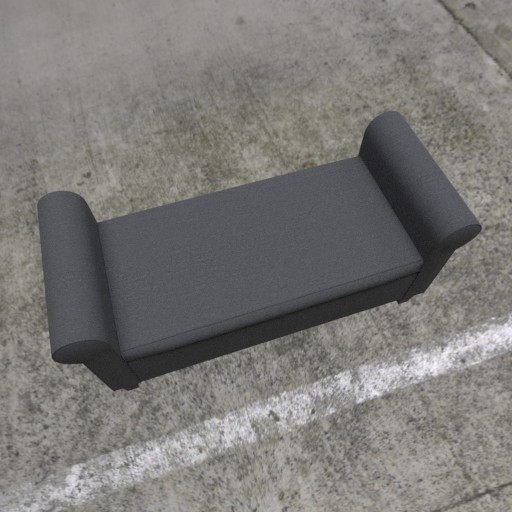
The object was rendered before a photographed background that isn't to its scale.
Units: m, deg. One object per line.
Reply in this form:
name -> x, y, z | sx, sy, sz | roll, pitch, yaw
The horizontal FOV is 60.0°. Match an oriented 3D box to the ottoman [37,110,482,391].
ottoman -> 0.000, 0.000, 1.530 | 1.256, 0.547, 0.521 | -16, 60, -9
